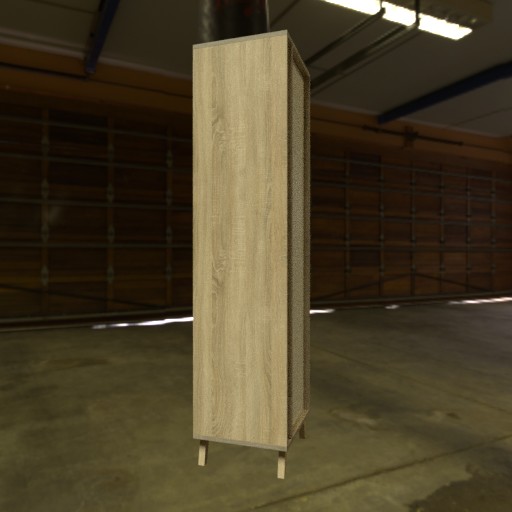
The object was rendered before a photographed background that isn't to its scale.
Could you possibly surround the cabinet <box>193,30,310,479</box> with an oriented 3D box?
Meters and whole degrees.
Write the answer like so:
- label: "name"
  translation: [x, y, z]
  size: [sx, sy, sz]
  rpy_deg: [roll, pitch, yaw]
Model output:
- label: "cabinet"
  translation: [0.000, 0.000, 2.235]
  size: [0.450, 1.960, 0.510]
  rpy_deg: [0, 0, 18]
